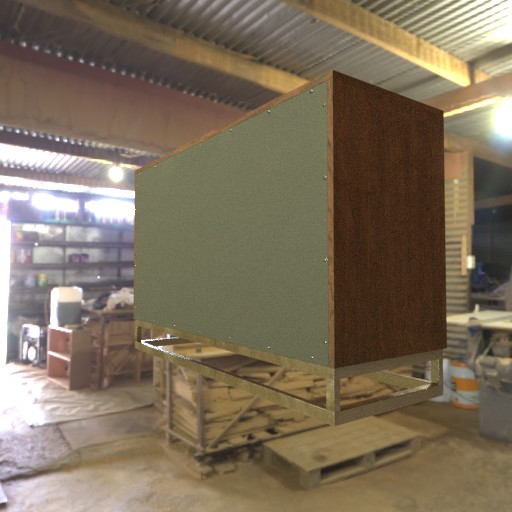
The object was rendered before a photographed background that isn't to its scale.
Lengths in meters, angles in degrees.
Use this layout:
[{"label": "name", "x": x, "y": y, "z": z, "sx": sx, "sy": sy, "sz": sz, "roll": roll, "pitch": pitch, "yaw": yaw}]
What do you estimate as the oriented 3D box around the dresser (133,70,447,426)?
[{"label": "dresser", "x": 0.000, "y": 0.000, "z": 2.157, "sx": 0.623, "sy": 1.061, "sz": 1.646, "roll": 1, "pitch": -2, "yaw": -36}]
